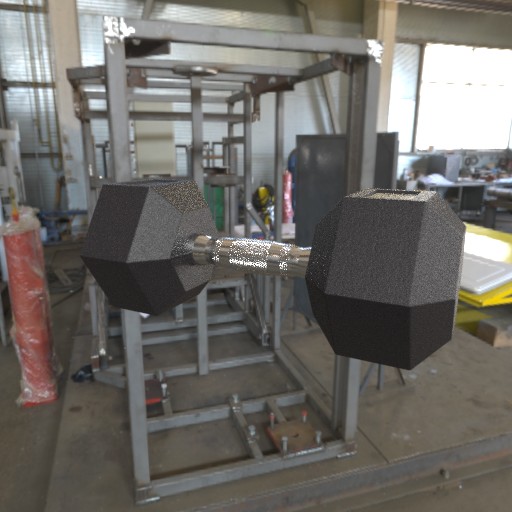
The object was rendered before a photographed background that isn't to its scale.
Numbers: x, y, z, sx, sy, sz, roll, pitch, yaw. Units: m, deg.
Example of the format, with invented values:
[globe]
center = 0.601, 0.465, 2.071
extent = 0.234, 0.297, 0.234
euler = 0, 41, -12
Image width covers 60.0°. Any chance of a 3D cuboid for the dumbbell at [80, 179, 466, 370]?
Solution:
[dumbbell]
center = 0.000, 0.000, 0.401
extent = 0.337, 0.123, 0.142
euler = 7, 16, 26
